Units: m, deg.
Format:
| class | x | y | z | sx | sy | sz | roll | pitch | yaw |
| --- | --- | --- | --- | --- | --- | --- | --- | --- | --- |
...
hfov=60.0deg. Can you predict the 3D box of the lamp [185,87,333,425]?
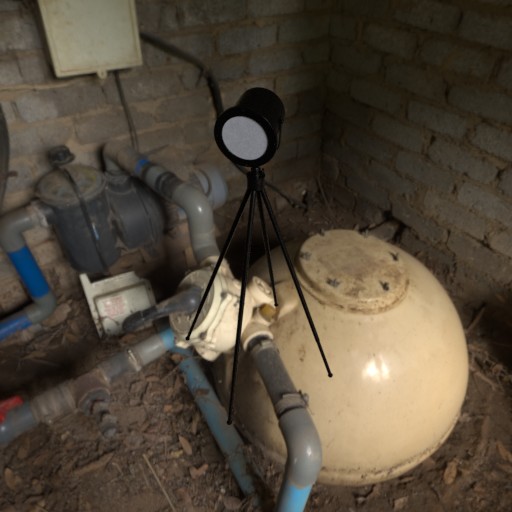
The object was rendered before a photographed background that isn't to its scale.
| class | x | y | z | sx | sy | sz | roll | pitch | yaw |
| --- | --- | --- | --- | --- | --- | --- | --- | --- | --- |
| lamp | 0.000 | 0.000 | 2.060 | 0.879 | 1.504 | 0.884 | 11 | 41 | 14 |
